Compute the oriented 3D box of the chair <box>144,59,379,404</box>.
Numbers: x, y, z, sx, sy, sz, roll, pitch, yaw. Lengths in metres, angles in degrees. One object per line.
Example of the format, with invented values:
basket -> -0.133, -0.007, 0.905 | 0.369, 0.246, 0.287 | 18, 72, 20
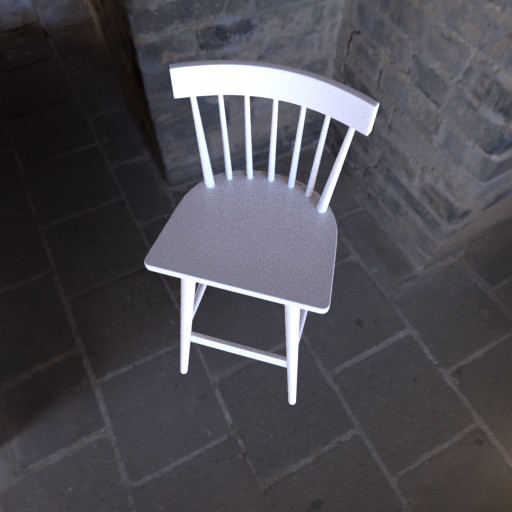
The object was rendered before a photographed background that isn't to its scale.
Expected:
chair -> 0.000, 0.000, 1.377 | 0.483, 1.092, 0.572 | 14, 61, 8
